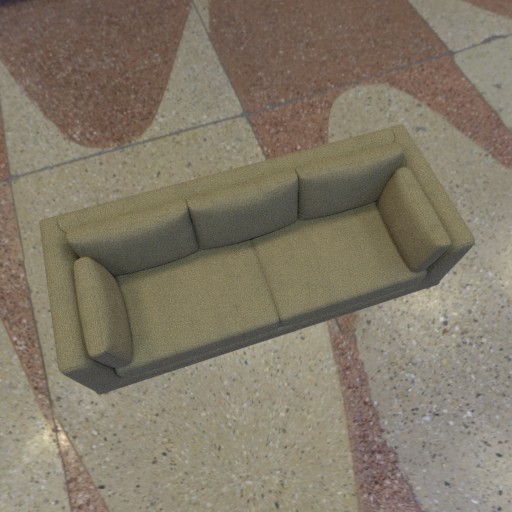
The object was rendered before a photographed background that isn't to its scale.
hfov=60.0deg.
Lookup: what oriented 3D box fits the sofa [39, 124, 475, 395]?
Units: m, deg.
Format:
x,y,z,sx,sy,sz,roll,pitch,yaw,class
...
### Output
x,y,z,sx,sy,sz,roll,pitch,yaw,class
0.000,0.000,2.886,2.415,0.867,0.969,-17,65,-8,sofa
